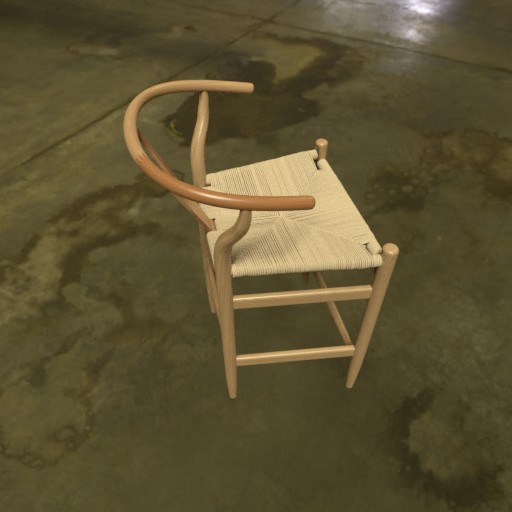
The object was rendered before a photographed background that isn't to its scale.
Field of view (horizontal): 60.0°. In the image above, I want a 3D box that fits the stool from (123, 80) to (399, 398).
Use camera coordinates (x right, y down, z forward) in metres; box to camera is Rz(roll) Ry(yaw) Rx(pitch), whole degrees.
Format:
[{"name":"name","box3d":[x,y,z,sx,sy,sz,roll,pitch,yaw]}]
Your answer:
[{"name":"stool","box3d":[0.000,0.000,1.304,0.575,0.923,0.536,-10,47,-10]}]
